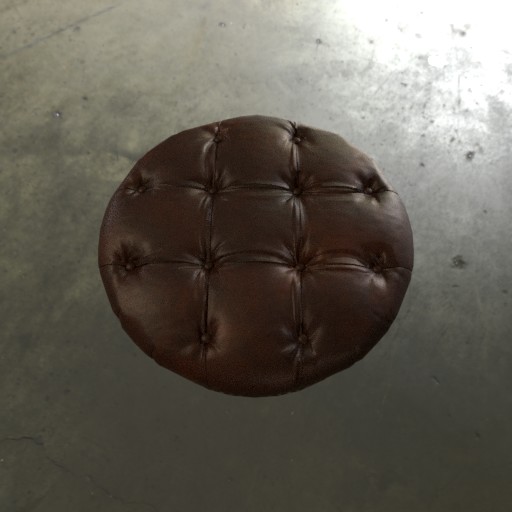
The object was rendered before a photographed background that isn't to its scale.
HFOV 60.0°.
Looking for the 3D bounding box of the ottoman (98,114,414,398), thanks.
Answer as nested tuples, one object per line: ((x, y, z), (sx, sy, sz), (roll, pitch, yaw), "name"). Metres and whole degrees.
((0.000, 0.000, 1.400), (0.901, 0.455, 0.901), (0, 64, 0), "ottoman")
